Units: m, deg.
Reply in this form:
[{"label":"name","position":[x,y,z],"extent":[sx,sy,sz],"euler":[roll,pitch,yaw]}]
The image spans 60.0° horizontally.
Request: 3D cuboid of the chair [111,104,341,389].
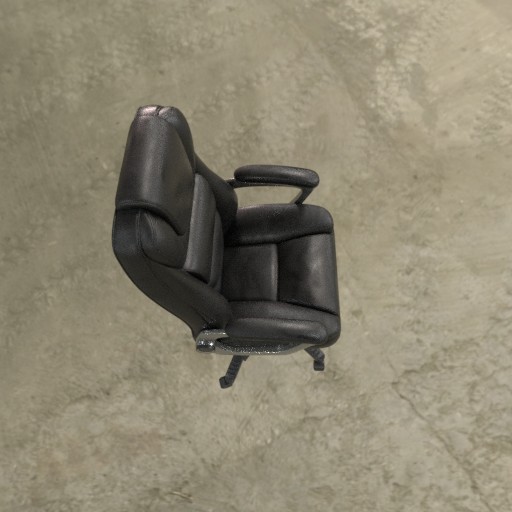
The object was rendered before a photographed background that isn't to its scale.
[{"label":"chair","position":[0.000,0.000,1.535],"extent":[0.689,1.075,0.697],"euler":[1,62,1]}]
